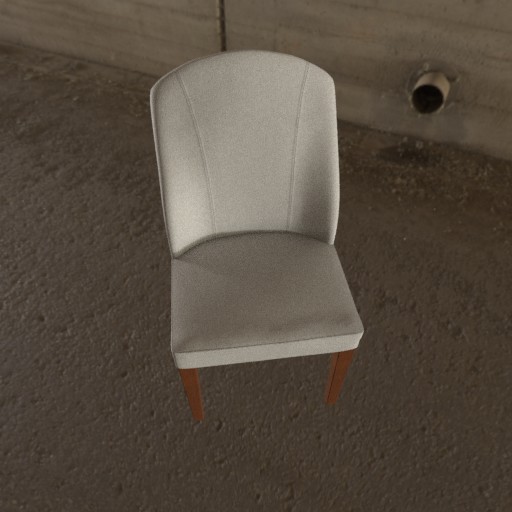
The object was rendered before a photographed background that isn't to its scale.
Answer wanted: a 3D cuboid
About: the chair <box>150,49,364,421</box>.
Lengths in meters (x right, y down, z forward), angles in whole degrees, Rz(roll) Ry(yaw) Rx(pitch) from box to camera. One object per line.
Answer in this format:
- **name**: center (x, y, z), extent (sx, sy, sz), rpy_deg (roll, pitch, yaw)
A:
- **chair**: center (0.000, 0.000, 1.211), extent (0.472, 0.893, 0.540), rpy_deg (-5, 47, -5)
